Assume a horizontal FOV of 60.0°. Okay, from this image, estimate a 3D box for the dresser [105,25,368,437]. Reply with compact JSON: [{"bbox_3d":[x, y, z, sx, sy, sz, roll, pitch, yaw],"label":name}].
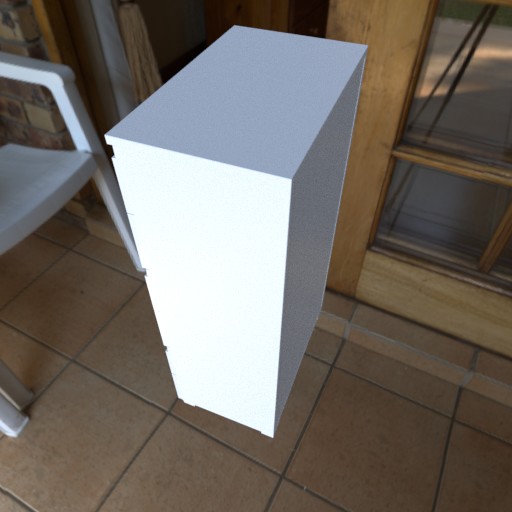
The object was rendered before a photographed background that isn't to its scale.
[{"bbox_3d":[0.000,0.000,1.483,0.400,1.190,0.650,16,49,15],"label":"dresser"}]
